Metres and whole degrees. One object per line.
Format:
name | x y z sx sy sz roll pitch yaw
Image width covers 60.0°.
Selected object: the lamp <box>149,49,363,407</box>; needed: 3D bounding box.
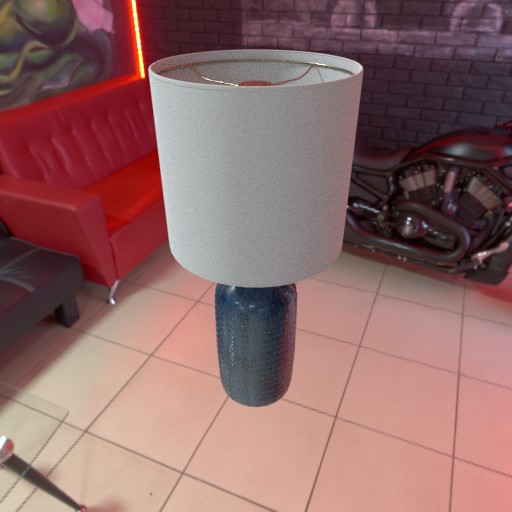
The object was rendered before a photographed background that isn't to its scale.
lamp | 0.000 0.000 0.591 0.220 0.475 0.220 -20 37 -28
